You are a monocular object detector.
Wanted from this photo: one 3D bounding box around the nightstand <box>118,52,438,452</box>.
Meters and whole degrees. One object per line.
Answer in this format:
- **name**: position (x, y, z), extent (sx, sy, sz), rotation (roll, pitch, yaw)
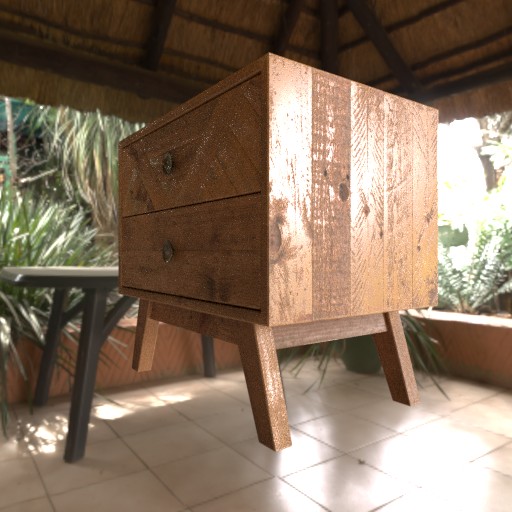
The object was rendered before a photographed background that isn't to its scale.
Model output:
- **nightstand**: position (0.000, 0.000, 1.035), extent (0.450, 0.599, 0.650), rotation (0, 0, -36)
